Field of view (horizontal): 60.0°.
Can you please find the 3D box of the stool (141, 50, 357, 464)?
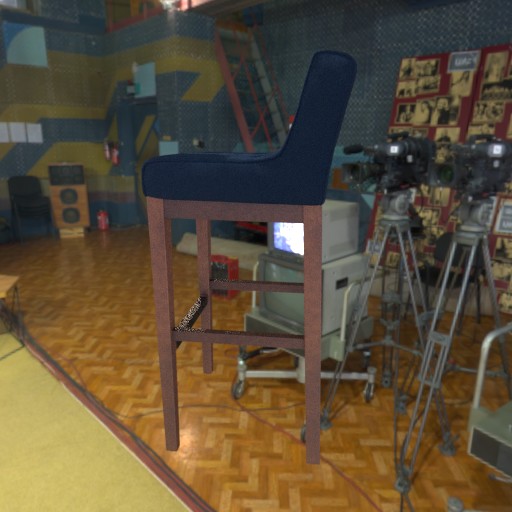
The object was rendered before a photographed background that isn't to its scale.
[{"bbox_3d":[0.000,0.000,1.310,0.500,1.037,0.511,2,15,7],"label":"stool"}]
